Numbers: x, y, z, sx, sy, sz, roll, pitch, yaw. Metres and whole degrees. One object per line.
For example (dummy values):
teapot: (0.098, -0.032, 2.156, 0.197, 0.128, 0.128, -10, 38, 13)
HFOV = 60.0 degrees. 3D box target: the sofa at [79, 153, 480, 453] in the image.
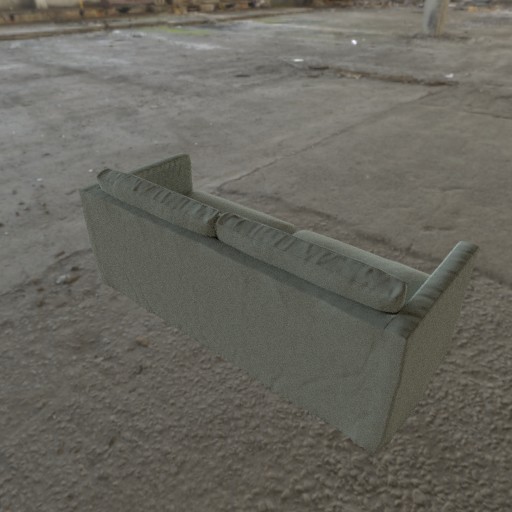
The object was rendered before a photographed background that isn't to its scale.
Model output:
sofa: (0.000, 0.000, 2.760, 2.312, 0.853, 0.962, 24, 39, 33)
